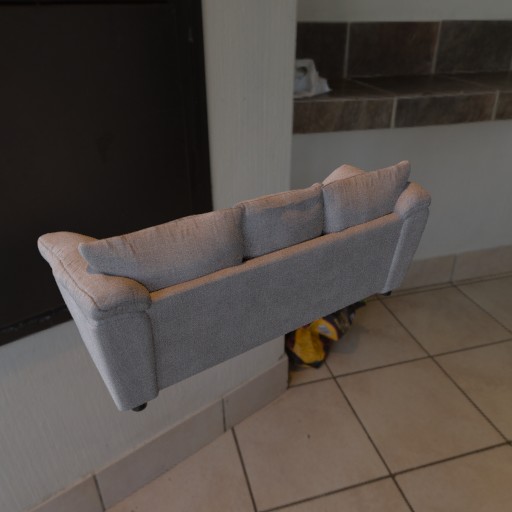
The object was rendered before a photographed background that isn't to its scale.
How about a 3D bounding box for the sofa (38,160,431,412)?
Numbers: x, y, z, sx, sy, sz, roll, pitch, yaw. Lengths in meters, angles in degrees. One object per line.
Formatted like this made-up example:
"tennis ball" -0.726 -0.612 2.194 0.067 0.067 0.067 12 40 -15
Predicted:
"sofa" 0.000 0.000 2.807 2.334 0.996 0.878 -18 34 -29
